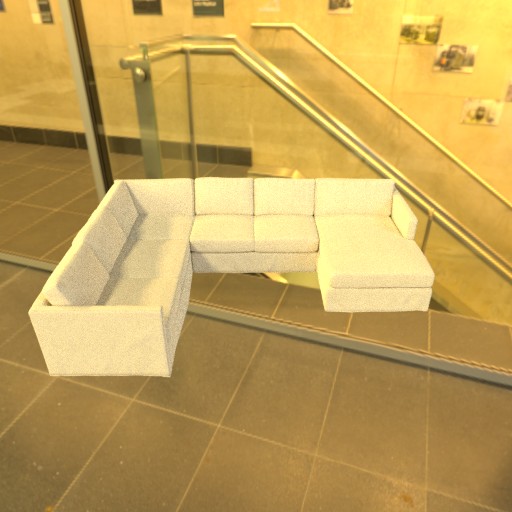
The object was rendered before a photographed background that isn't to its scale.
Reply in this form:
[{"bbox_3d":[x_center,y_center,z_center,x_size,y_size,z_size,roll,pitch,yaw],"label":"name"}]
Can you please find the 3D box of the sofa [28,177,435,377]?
[{"bbox_3d":[0.000,0.000,4.495,3.460,0.882,2.427,0,32,0],"label":"sofa"}]
